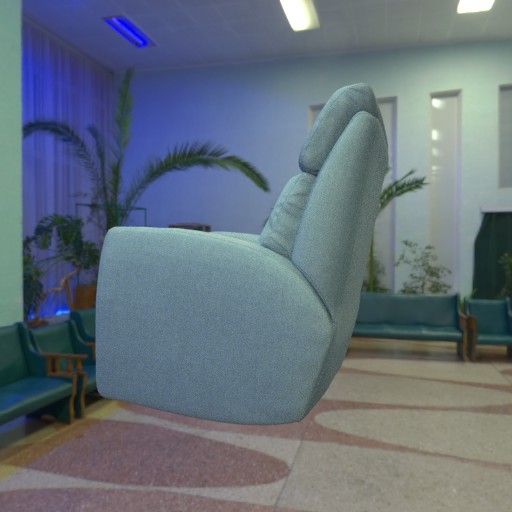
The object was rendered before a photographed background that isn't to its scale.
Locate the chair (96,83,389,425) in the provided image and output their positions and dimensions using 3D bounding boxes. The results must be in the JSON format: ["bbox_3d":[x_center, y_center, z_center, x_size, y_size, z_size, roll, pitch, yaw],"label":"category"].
[{"bbox_3d":[0.000,0.000,1.664,0.940,1.013,0.812,0,1,19],"label":"chair"}]
